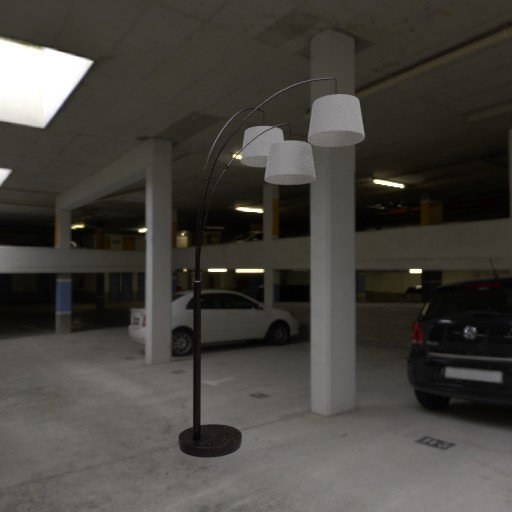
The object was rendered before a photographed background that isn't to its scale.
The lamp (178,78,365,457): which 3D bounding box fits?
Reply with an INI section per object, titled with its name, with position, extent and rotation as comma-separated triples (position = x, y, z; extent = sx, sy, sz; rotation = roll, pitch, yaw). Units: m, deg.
[lamp]
position = 0.000, 0.000, 2.493
extent = 0.924, 1.950, 0.951
rotation = 1, -2, -36
